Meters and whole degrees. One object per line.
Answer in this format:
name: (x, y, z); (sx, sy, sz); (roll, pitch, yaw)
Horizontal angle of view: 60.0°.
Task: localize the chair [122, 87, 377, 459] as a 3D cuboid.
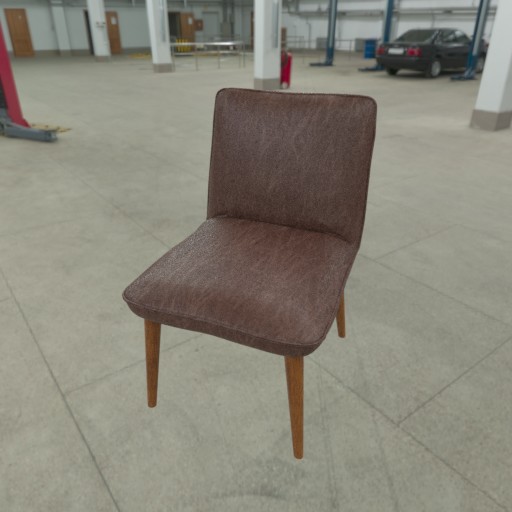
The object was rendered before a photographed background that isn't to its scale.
chair: (0.000, 0.000, 1.230); (0.543, 0.803, 0.645); (8, 29, 16)
